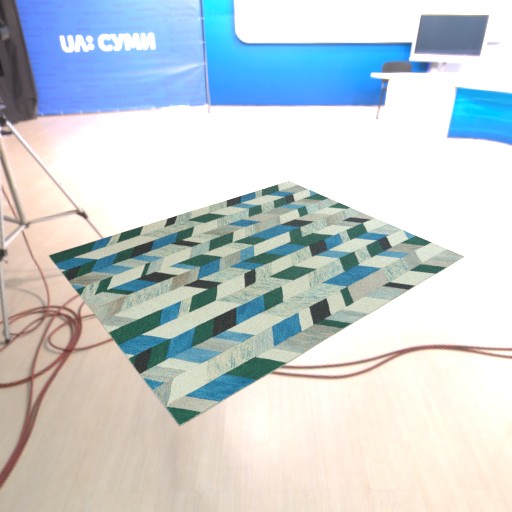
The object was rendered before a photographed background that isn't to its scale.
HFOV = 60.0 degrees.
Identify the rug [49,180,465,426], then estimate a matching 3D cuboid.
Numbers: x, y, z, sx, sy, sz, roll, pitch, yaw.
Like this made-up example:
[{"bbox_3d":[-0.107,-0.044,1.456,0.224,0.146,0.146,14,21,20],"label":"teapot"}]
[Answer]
[{"bbox_3d":[0.000,0.000,4.138,3.036,0.008,2.440,-22,38,-32],"label":"rug"}]
